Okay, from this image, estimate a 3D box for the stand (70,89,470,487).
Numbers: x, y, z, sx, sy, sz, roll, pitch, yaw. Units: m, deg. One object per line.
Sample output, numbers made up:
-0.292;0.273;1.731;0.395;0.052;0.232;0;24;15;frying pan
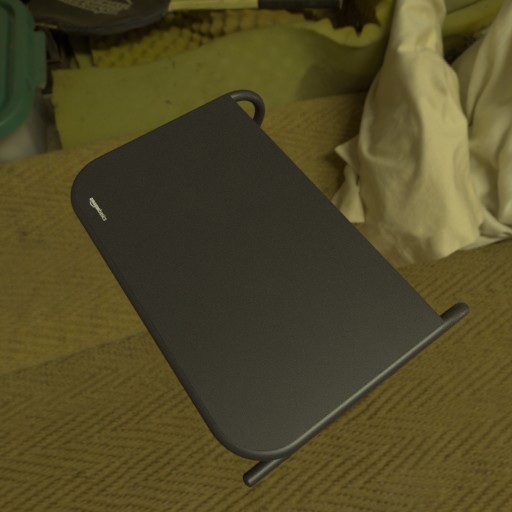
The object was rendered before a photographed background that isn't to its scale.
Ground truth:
0.000;0.000;0.496;0.280;0.108;0.370;-32;67;-16;stand
